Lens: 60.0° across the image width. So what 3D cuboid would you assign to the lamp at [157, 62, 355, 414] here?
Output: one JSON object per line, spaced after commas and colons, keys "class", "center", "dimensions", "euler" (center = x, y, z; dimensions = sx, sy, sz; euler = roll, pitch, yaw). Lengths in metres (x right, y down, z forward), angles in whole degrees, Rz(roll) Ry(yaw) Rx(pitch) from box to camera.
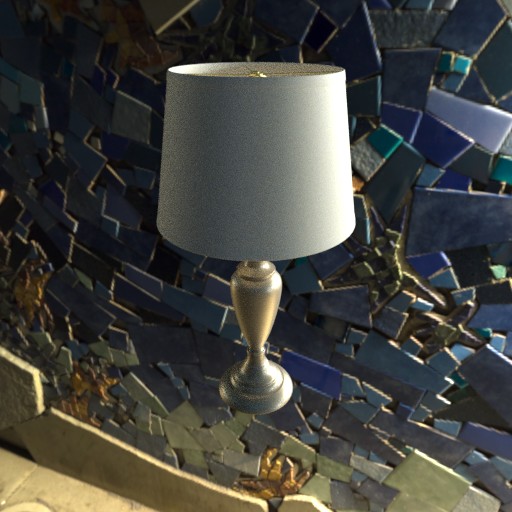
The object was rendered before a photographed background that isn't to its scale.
{"class": "lamp", "center": [0.000, 0.000, 0.783], "dimensions": [0.328, 0.612, 0.328], "euler": [0, 27, 0]}
